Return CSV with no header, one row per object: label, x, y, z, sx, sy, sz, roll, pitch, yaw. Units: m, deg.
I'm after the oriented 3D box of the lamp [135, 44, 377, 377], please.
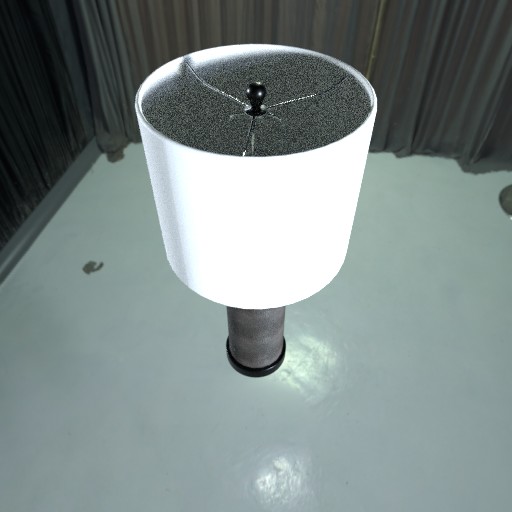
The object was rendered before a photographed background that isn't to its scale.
lamp,0.000,0.000,0.788,0.305,0.634,0.305,4,47,4
